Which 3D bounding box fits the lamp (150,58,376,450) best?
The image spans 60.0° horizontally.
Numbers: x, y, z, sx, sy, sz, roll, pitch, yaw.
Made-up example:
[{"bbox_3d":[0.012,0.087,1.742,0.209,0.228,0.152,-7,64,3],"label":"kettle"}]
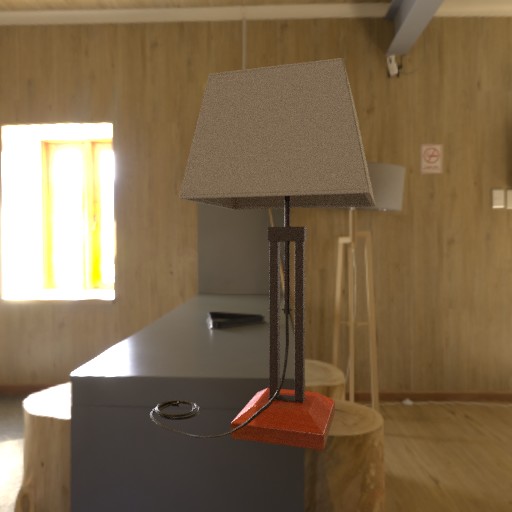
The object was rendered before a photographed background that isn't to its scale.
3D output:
[{"bbox_3d":[0.000,0.000,0.975,0.498,0.737,0.310,1,2,17],"label":"lamp"}]
